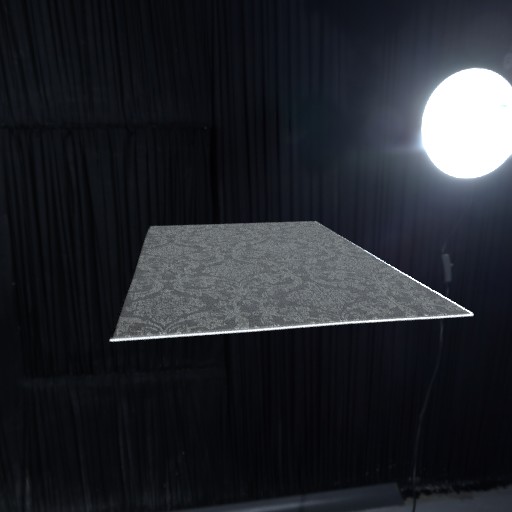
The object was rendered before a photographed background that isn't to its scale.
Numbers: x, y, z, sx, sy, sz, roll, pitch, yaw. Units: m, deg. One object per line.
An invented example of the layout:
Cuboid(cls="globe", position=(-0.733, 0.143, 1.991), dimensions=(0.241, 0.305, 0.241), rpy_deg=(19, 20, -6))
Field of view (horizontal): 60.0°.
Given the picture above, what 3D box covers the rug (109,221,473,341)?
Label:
Cuboid(cls="rug", position=(0.000, 0.000, 3.454), dimensions=(1.819, 0.018, 2.746), rpy_deg=(-2, 15, -9))
